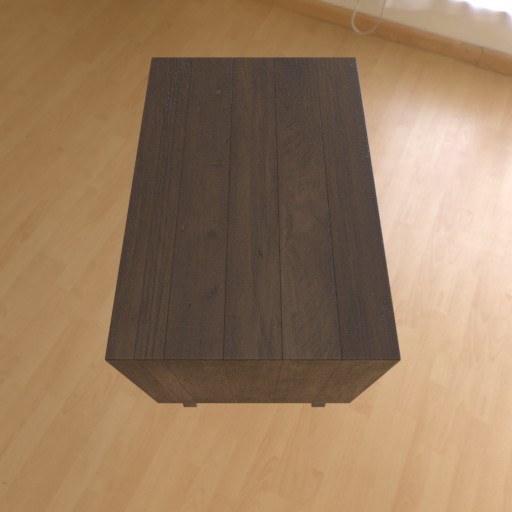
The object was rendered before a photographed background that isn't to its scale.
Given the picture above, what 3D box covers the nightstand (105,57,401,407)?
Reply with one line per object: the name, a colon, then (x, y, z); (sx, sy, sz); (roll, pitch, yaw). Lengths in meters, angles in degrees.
nightstand: (0.000, 0.000, 1.066); (0.450, 0.599, 0.650); (0, 63, 0)
